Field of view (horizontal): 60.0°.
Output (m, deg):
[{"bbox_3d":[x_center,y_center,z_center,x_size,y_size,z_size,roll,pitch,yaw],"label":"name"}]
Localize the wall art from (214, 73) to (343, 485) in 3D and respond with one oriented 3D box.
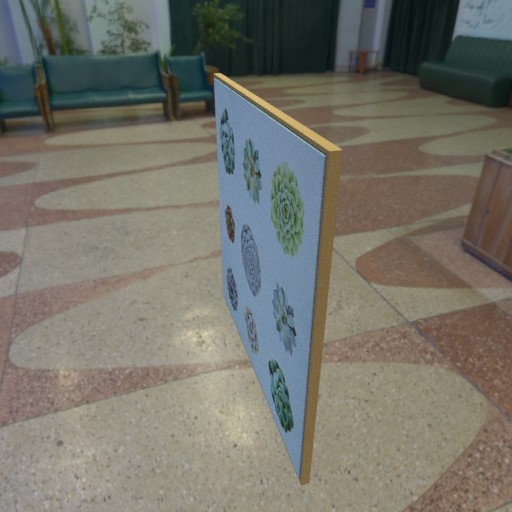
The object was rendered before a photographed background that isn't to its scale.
[{"bbox_3d":[0.000,0.000,0.669,0.013,0.455,0.457,-9,31,-14],"label":"wall art"}]
